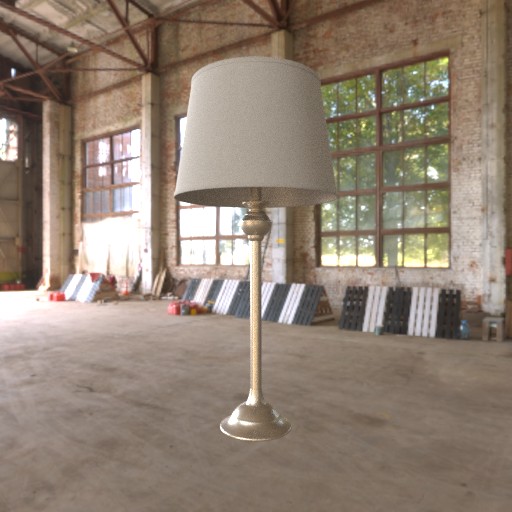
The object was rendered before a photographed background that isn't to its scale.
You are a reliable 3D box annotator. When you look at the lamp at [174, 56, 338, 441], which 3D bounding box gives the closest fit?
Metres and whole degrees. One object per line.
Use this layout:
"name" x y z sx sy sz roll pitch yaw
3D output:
"lamp" 0.000 0.000 0.906 0.331 0.698 0.331 0 0 0
